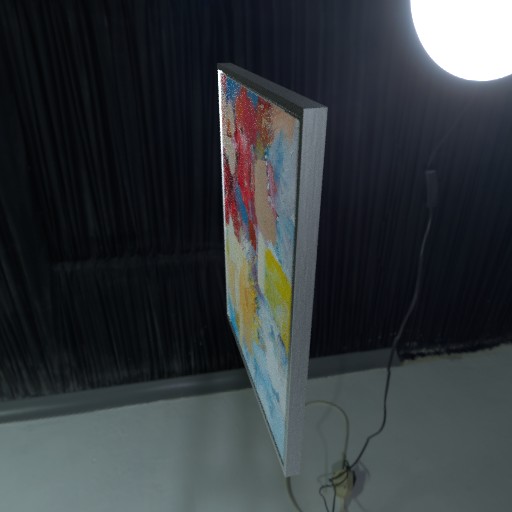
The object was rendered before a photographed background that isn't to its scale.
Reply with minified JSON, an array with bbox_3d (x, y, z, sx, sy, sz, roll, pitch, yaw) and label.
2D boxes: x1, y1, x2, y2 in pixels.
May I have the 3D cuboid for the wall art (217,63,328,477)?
[{"bbox_3d":[0.000,0.000,0.761,0.025,0.569,0.444,-8,30,-13],"label":"wall art"}]
